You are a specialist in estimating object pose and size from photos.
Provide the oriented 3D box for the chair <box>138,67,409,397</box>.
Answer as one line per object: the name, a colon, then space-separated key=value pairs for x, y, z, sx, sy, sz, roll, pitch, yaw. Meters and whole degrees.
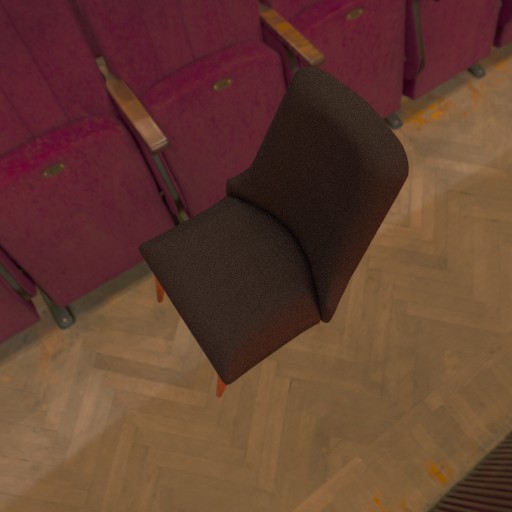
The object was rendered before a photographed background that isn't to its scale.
chair: x=0.000 y=0.000 z=1.219 sx=0.567 sy=0.820 sz=0.504 roll=-32 pitch=68 yaw=-14
